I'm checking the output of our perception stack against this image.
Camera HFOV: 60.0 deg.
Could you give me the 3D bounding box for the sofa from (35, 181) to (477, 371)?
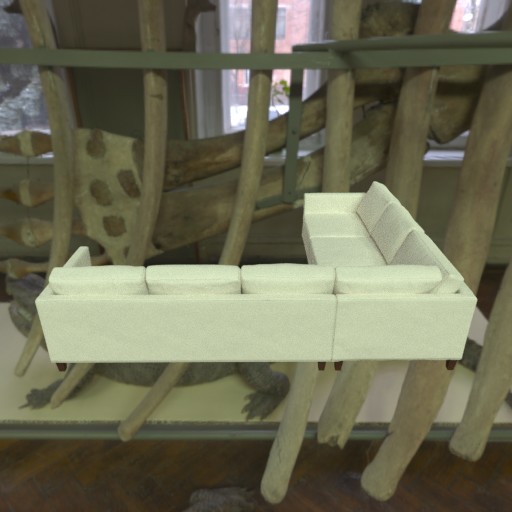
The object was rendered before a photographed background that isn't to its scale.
[{"bbox_3d":[0.000,0.000,4.344,3.182,0.863,2.432,0,26,0],"label":"sofa"}]
